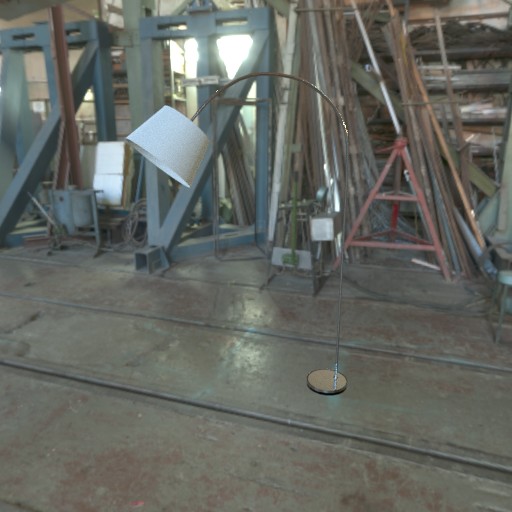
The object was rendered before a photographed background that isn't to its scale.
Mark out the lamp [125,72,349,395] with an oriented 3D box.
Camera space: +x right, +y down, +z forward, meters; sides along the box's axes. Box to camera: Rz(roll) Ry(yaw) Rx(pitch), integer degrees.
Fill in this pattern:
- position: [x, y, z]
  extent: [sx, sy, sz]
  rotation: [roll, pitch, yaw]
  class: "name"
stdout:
- position: [0.000, 0.000, 2.710]
  extent: [1.445, 2.098, 0.406]
  rotation: [-8, 18, -25]
  class: "lamp"
